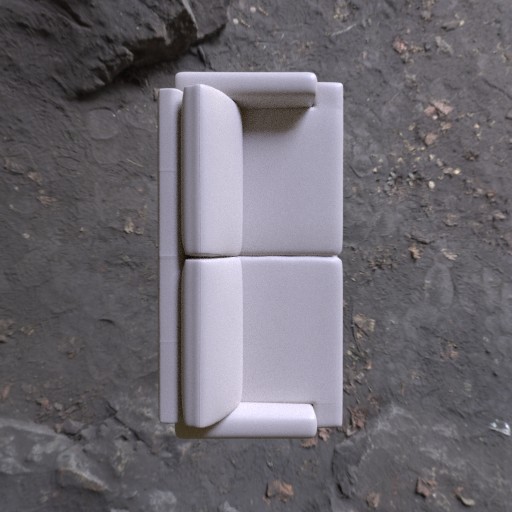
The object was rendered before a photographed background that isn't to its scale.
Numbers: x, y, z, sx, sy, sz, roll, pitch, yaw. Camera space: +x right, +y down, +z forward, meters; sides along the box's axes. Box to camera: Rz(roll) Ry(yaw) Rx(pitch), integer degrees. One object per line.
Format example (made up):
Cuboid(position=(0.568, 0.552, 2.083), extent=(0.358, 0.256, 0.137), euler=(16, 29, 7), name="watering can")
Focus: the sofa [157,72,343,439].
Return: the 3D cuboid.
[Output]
Cuboid(position=(0.000, 0.000, 2.449), extent=(0.974, 0.765, 1.940), euler=(0, 91, 0), name="sofa")
